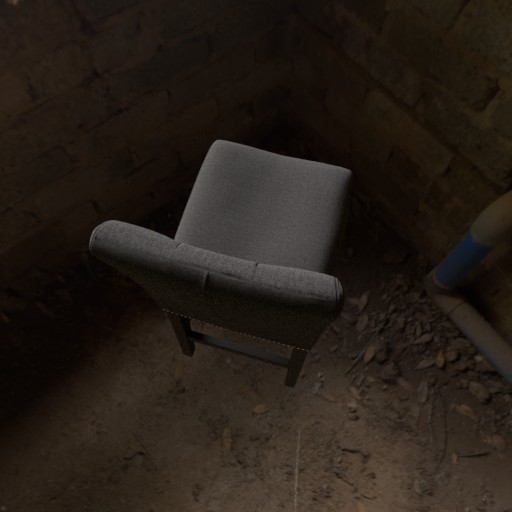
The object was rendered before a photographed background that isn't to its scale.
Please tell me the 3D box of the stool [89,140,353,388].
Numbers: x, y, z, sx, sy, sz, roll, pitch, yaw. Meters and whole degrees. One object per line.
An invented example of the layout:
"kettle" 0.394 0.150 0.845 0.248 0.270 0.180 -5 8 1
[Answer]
"stool" 0.000 0.000 1.188 0.427 0.885 0.571 15 64 7
